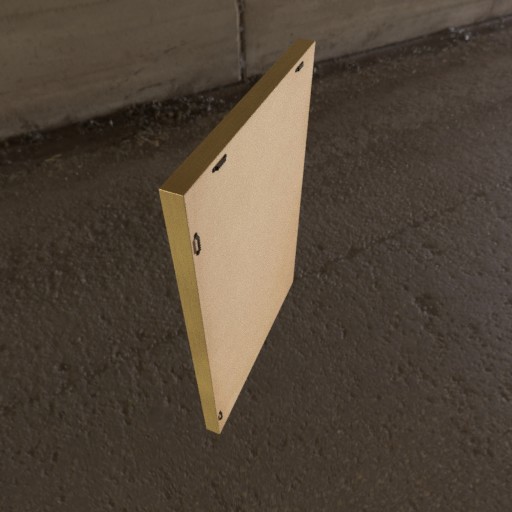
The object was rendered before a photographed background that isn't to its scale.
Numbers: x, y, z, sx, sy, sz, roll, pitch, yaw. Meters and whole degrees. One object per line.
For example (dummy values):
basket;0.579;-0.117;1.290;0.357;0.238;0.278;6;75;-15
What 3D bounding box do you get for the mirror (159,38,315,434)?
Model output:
mirror;0.000;0.000;0.945;0.040;0.710;0.507;17;49;16
